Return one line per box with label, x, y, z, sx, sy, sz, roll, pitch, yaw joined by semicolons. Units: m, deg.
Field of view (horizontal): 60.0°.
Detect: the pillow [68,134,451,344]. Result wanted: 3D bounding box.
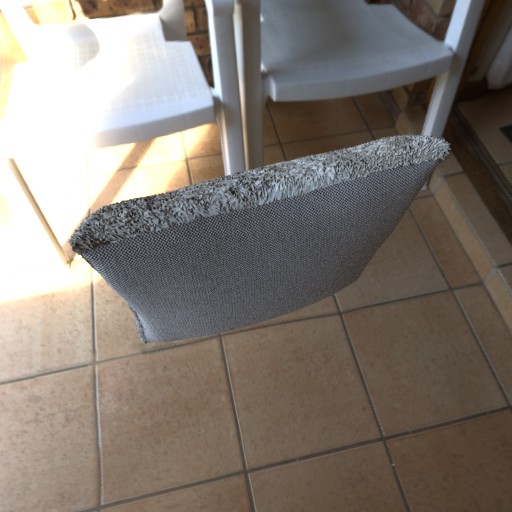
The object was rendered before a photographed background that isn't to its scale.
pillow;0.000;0.000;0.805;0.529;0.515;0.218;-16;60;-10
